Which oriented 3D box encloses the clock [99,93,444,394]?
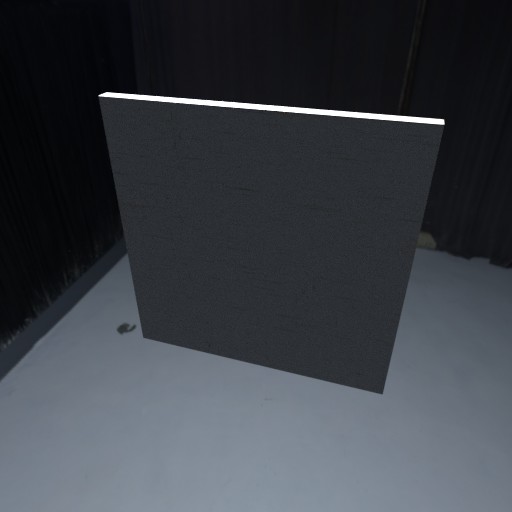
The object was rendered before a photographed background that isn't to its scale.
[{"bbox_3d":[0.000,0.000,1.071,0.705,0.705,0.032,10,34,15],"label":"clock"}]
